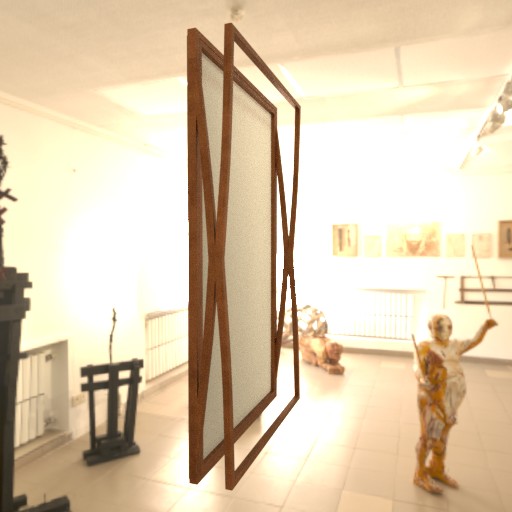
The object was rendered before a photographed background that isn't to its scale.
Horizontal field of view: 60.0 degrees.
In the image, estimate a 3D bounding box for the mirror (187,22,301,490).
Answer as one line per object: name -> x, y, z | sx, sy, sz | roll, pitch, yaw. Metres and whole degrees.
mirror -> 0.000, 0.000, 0.955 | 0.082, 0.768, 0.468 | 1, 2, 20
